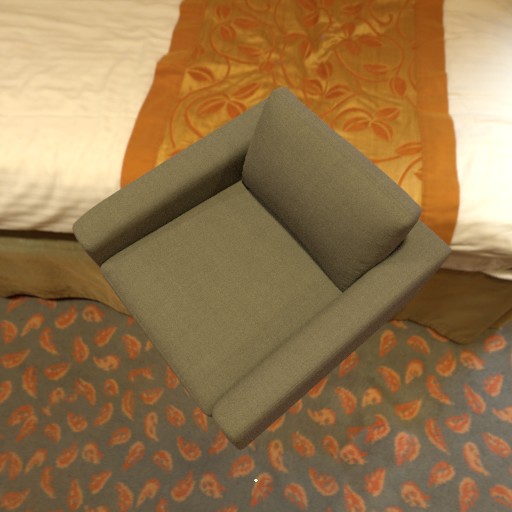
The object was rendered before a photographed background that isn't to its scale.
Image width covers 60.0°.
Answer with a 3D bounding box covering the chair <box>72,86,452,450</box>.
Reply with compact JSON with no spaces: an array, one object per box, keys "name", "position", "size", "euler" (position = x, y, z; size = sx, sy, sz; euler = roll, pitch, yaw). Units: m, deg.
[{"name":"chair","position":[0.000,0.000,1.877],"size":[1.100,0.847,1.070],"euler":[-36,69,-17]}]
